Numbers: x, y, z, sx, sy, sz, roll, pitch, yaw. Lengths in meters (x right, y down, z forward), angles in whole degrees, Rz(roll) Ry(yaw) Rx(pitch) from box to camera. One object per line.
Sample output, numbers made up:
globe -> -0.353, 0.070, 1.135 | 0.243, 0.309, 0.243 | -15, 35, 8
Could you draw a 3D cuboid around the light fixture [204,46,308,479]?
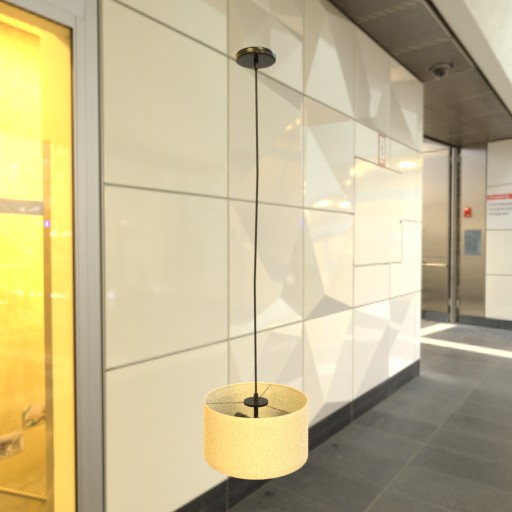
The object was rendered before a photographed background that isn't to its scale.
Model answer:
light fixture -> 0.000, 0.000, 1.692 | 0.399, 1.516, 0.399 | 0, 1, 0
